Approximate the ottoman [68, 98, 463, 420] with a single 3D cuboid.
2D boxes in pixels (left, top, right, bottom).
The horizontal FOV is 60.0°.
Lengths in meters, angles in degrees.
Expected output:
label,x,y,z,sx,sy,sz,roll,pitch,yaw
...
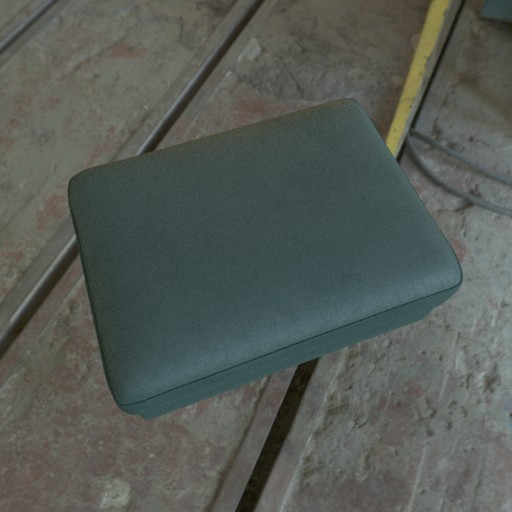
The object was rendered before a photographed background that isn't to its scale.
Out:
label,x,y,z,sx,sy,sz,roll,pitch,yaw
ottoman,0.000,0.000,1.166,0.811,0.449,0.608,-18,65,-9
